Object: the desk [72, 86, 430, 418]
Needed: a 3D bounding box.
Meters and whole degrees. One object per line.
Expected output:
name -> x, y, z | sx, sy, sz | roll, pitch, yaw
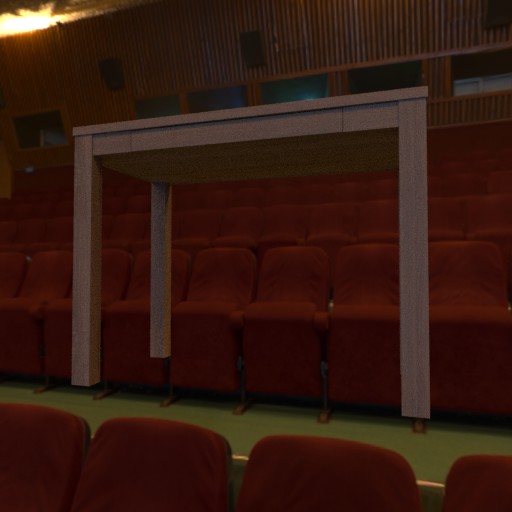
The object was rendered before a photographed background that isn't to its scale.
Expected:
desk -> 0.000, 0.000, 1.398 | 0.991, 0.762, 0.495 | -1, -2, 18
